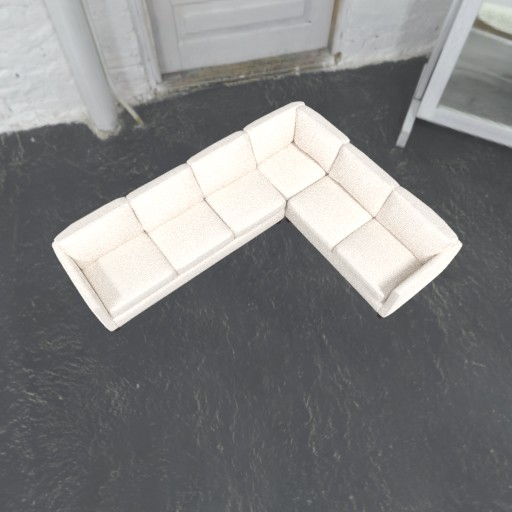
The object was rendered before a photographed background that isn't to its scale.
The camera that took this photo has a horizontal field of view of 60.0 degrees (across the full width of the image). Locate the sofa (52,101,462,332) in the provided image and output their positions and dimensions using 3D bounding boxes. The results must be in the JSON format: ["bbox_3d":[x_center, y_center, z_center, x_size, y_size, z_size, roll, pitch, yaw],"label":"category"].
[{"bbox_3d":[0.000,0.000,4.633,3.302,0.947,2.593,-34,67,-17],"label":"sofa"}]
